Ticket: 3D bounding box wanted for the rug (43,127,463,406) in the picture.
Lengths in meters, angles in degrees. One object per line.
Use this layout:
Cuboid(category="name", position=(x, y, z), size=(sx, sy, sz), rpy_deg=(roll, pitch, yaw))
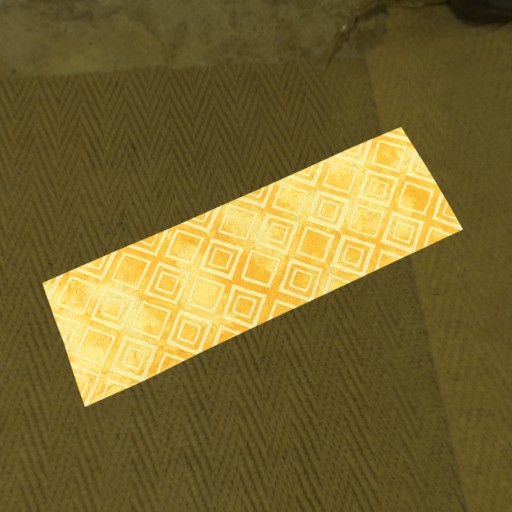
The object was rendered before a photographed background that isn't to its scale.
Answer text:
Cuboid(category="rug", position=(0.000, 0.000, 2.660), size=(2.438, 0.010, 0.775), rpy_deg=(-24, 77, -6))
